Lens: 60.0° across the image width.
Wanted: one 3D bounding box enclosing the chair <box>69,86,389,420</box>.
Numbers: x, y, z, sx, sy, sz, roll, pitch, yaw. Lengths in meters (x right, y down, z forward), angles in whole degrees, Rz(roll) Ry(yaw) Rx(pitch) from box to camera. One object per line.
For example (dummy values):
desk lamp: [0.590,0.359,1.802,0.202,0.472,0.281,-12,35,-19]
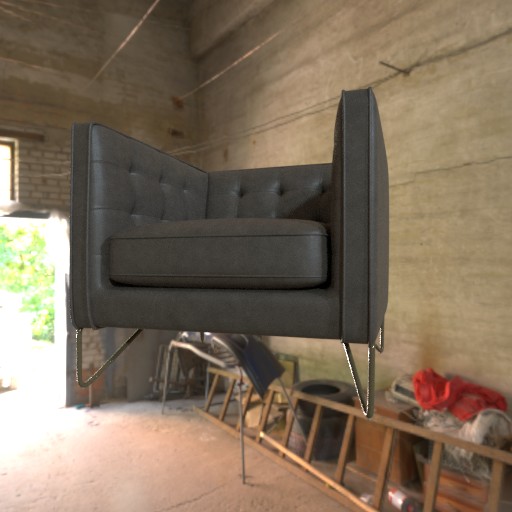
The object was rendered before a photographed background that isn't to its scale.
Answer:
chair: [0.000,0.000,1.550,0.880,0.790,0.894,0,-1,18]
